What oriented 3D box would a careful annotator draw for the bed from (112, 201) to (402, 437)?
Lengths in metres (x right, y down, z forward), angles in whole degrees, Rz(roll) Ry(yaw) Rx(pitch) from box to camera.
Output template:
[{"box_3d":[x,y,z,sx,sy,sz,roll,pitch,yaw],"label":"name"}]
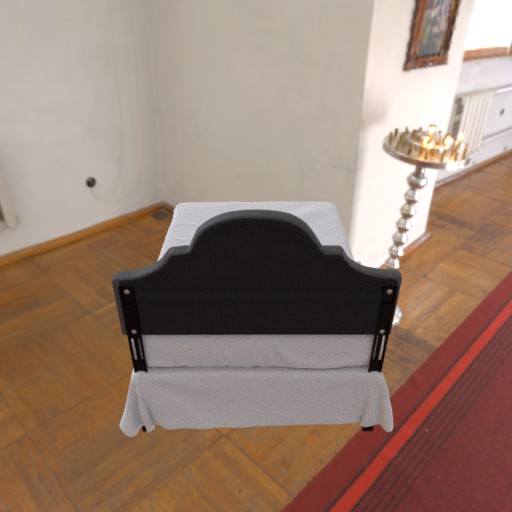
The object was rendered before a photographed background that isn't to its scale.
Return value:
[{"box_3d":[0.000,0.000,3.450,1.780,1.634,2.222,0,31,0],"label":"bed"}]
